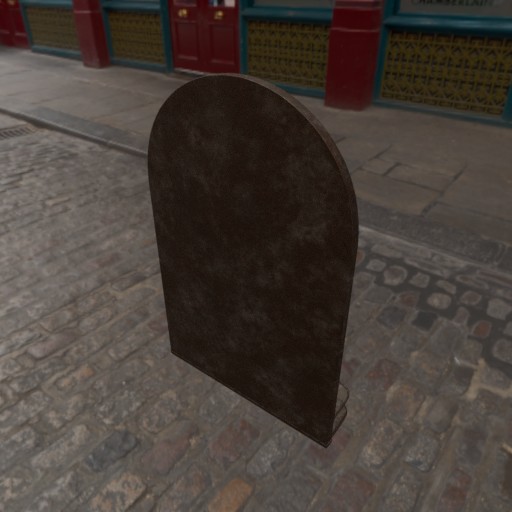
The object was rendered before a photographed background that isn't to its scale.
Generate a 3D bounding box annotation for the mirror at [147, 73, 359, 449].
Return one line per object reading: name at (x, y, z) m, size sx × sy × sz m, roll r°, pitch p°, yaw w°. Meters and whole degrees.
mirror at (0.000, 0.000, 0.985) m, size 0.510 × 0.770 × 0.137 m, roll 22°, pitch 37°, yaw 31°
